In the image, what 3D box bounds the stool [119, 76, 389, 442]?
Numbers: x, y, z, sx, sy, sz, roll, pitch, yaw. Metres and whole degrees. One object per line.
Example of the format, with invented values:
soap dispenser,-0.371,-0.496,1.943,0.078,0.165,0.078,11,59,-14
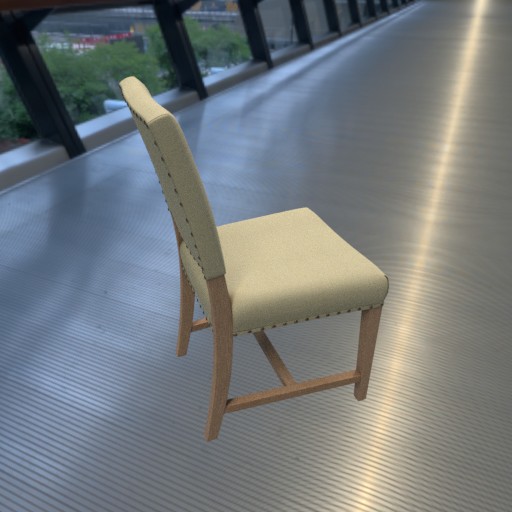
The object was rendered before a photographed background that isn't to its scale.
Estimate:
stool,0.000,0.000,1.339,0.623,0.986,0.508,-12,33,-18
